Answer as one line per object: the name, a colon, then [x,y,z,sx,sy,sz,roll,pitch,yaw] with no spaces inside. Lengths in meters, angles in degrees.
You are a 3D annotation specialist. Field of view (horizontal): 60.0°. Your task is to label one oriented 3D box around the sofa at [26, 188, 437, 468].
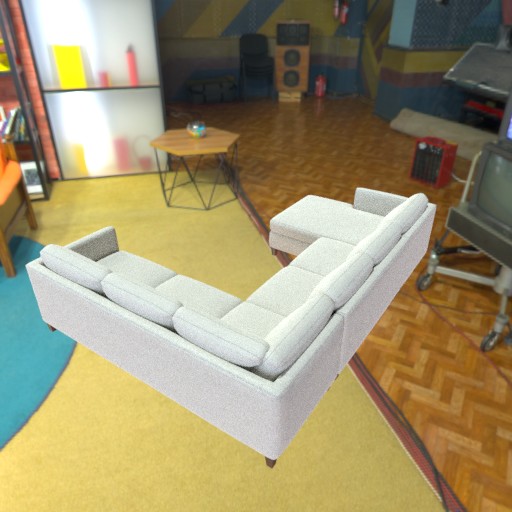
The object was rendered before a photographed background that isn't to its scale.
sofa: [0.000,0.000,4.361,2.551,0.853,3.238,19,36,29]
